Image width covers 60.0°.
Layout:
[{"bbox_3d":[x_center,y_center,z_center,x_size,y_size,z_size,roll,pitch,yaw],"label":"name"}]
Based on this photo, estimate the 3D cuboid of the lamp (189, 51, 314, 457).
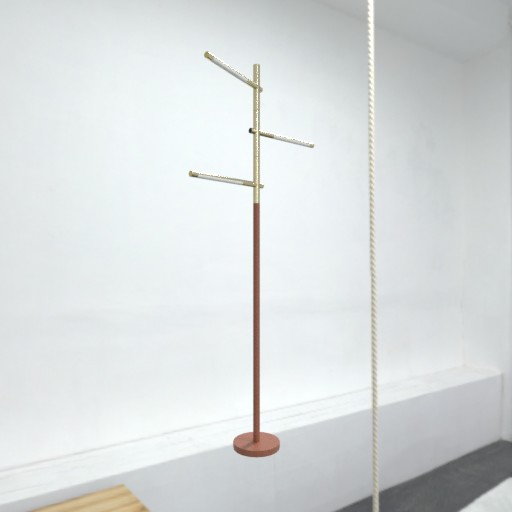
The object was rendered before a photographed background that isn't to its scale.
[{"bbox_3d":[0.000,0.000,1.976,0.209,1.704,0.737,0,0,35],"label":"lamp"}]
